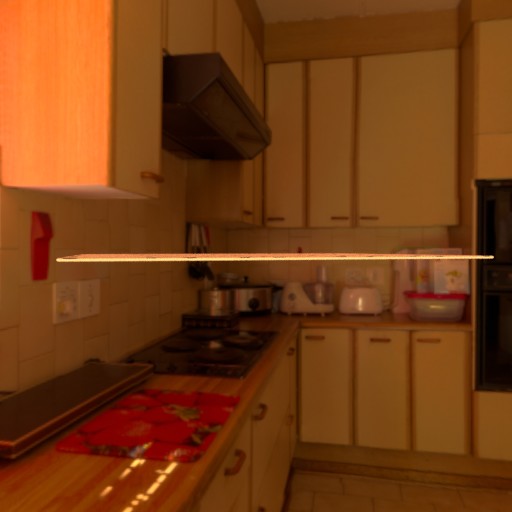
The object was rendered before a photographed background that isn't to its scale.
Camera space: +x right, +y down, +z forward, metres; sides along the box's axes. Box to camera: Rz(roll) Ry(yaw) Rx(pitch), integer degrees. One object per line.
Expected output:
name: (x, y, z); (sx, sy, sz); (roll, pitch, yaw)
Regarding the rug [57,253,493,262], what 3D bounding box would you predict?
rug: (0.000, 0.000, 3.799); (2.910, 0.021, 2.211); (0, 1, -18)
